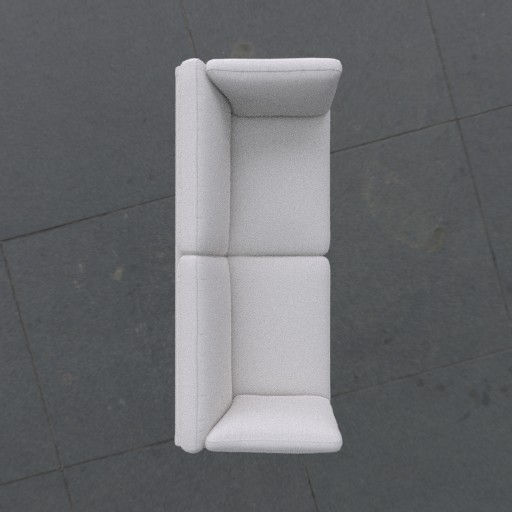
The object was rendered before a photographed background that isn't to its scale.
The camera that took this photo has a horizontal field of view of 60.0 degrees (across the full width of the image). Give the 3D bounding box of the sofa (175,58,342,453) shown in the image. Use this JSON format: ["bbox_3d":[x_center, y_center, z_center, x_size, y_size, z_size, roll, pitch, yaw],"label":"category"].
[{"bbox_3d":[0.000,0.000,2.787,0.957,0.863,2.301,0,90,0],"label":"sofa"}]
